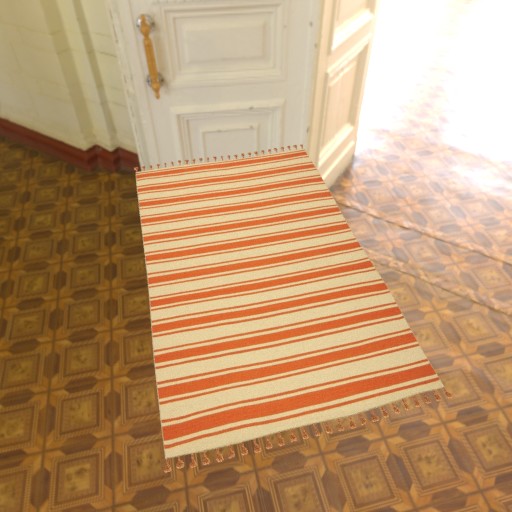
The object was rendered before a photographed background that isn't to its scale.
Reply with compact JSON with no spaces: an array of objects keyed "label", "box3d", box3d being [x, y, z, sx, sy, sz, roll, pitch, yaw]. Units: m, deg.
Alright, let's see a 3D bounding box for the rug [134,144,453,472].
[{"label":"rug","box3d":[0.000,0.000,2.487,1.232,0.017,2.092,-10,47,-10]}]
